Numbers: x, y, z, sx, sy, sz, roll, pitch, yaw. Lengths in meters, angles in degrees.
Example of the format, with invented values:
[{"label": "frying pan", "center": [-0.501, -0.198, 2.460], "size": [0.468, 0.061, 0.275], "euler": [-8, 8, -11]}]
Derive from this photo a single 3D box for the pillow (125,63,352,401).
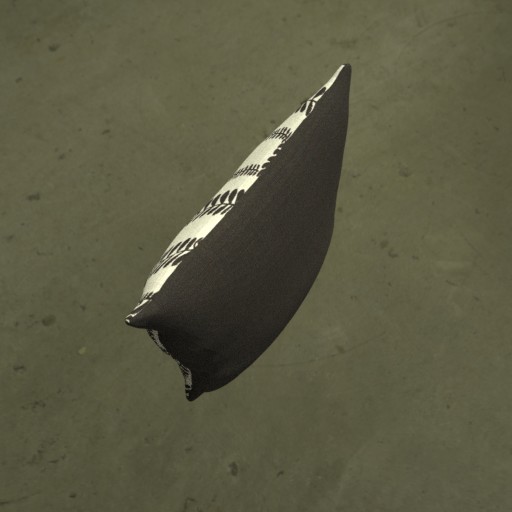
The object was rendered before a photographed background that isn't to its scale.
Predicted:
[{"label": "pillow", "center": [0.000, 0.000, 0.691], "size": [0.182, 0.441, 0.440], "euler": [32, 67, 15]}]
